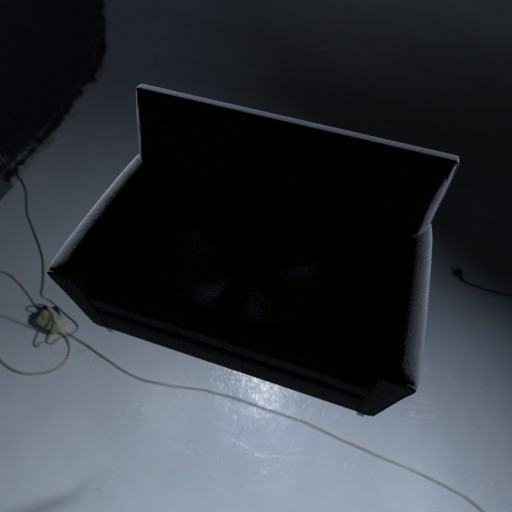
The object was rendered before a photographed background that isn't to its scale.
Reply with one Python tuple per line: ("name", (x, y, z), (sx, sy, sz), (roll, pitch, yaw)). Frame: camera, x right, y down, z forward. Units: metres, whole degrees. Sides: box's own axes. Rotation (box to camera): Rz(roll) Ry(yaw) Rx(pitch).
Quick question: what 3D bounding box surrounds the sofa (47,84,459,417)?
("sofa", (0.000, 0.000, 1.933), (1.420, 0.846, 0.875), (16, 60, 10))
